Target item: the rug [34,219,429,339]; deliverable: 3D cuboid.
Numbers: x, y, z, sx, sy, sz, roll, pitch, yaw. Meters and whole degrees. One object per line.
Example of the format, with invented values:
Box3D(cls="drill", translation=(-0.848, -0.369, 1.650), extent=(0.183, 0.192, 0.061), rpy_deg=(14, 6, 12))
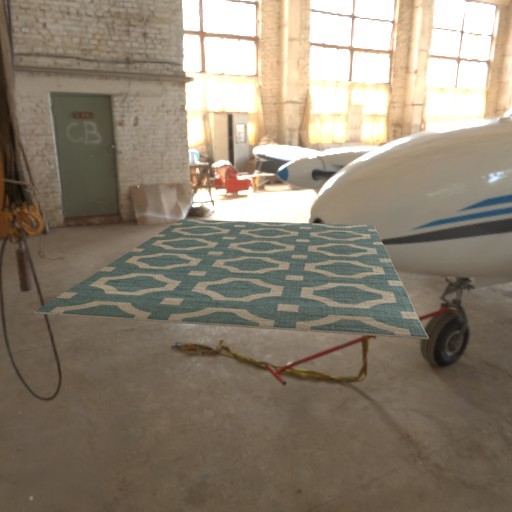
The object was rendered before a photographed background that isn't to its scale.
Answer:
Box3D(cls="rug", translation=(0.000, 0.000, 4.154), extent=(2.466, 0.021, 3.049), rpy_deg=(2, 16, 8))
